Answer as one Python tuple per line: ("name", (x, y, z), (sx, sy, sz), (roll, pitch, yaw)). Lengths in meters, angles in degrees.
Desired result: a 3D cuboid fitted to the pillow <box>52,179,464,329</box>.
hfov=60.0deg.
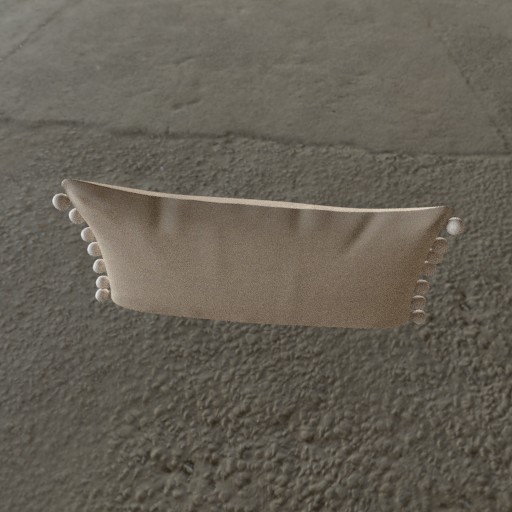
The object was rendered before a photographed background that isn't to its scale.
("pillow", (0.000, 0.000, 0.850), (0.709, 0.322, 0.201), (4, 46, 4))
